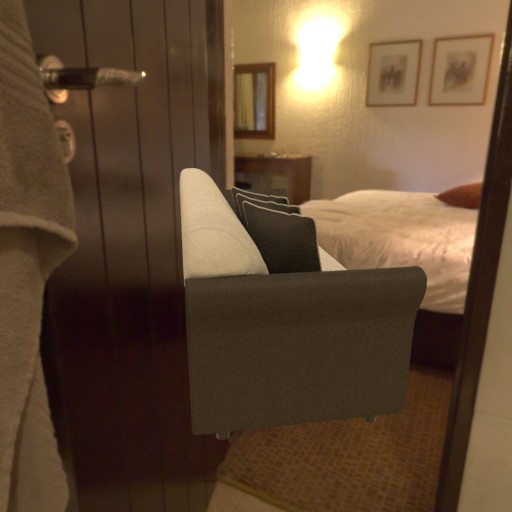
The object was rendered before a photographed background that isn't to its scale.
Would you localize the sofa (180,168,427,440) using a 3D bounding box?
[{"bbox_3d":[0.000,0.000,2.325,0.755,0.787,2.001,-3,17,-9],"label":"sofa"}]
